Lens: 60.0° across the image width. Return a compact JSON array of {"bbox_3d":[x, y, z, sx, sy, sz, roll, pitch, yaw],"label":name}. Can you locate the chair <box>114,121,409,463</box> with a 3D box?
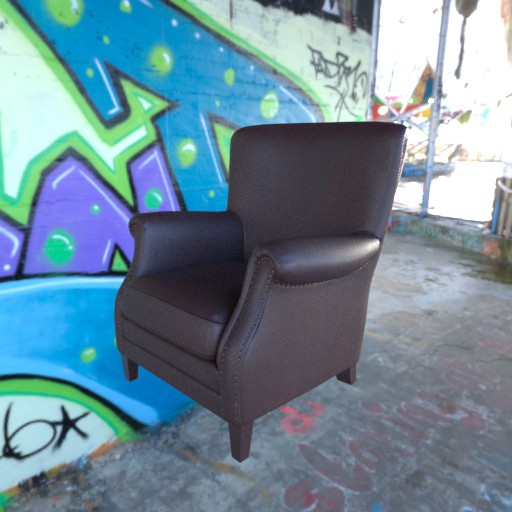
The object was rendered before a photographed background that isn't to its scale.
[{"bbox_3d":[0.000,0.000,1.360,0.700,0.800,0.746,14,21,42],"label":"chair"}]
